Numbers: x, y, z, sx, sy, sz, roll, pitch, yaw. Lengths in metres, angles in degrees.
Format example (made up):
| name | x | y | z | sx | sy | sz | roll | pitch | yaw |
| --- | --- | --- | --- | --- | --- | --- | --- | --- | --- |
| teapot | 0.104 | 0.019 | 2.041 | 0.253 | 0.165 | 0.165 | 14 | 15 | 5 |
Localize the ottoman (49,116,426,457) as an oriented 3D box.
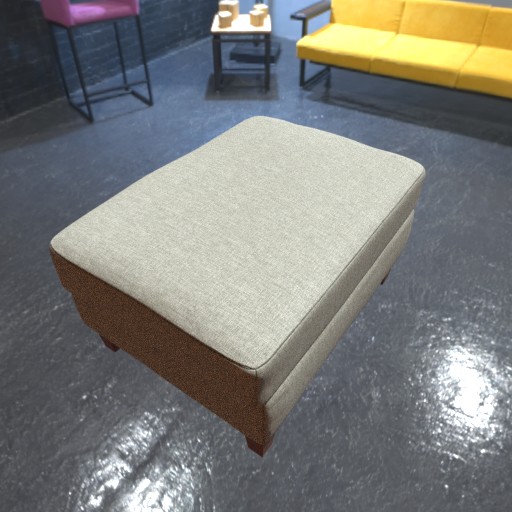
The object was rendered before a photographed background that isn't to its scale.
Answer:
| name | x | y | z | sx | sy | sz | roll | pitch | yaw |
| --- | --- | --- | --- | --- | --- | --- | --- | --- | --- |
| ottoman | 0.000 | 0.000 | 1.267 | 0.639 | 0.494 | 0.873 | 25 | 47 | 26 |
